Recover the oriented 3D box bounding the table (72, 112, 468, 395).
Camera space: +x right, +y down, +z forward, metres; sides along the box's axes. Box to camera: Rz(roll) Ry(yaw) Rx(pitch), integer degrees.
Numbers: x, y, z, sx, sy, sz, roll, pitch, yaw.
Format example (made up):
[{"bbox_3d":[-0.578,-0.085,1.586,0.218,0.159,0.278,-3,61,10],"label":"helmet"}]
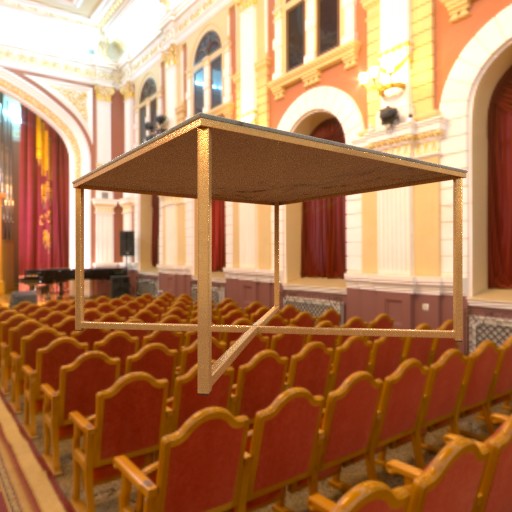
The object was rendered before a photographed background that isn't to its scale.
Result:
[{"bbox_3d":[0.000,0.000,1.255,0.800,0.450,0.800,0,0,-36],"label":"table"}]
